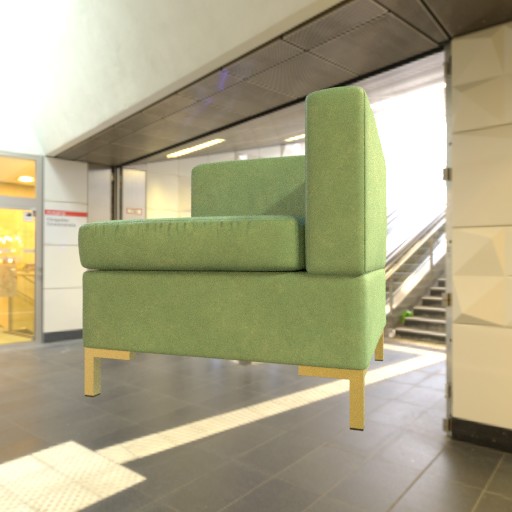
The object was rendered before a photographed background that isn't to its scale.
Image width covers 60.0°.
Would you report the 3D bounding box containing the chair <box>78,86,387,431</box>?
[{"bbox_3d":[0.000,0.000,1.221,0.680,0.660,0.680,0,0,19],"label":"chair"}]
